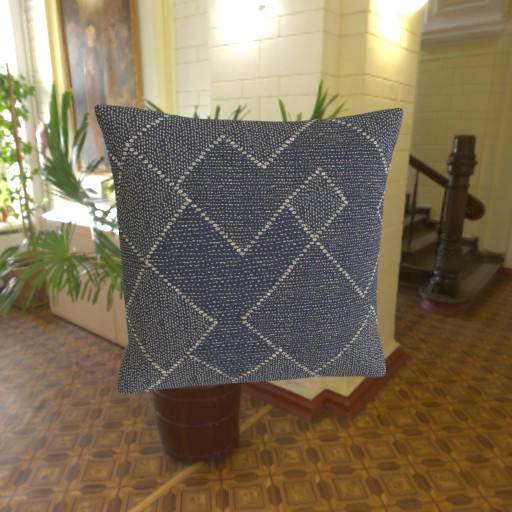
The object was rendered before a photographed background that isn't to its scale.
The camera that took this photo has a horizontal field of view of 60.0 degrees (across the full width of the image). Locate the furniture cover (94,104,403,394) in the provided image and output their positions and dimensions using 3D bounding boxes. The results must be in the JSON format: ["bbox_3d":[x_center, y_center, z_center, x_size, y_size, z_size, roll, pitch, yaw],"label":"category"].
[{"bbox_3d":[0.000,0.000,0.781,0.511,0.503,0.162,-2,15,-7],"label":"furniture cover"}]
